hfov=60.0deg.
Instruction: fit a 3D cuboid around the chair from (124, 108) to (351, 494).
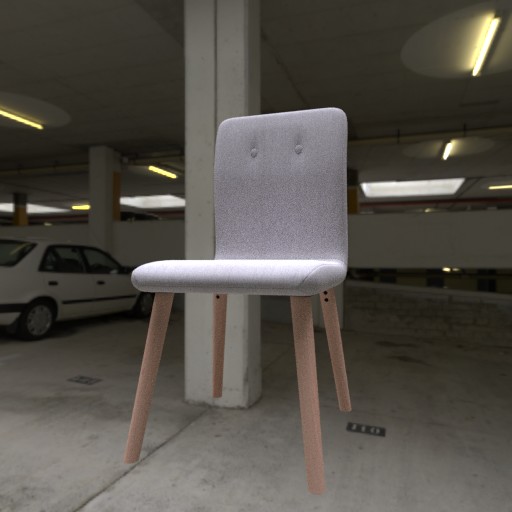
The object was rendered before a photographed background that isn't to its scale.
[{"bbox_3d":[0.000,0.000,1.138,0.435,0.885,0.550,0,-1,18],"label":"chair"}]
